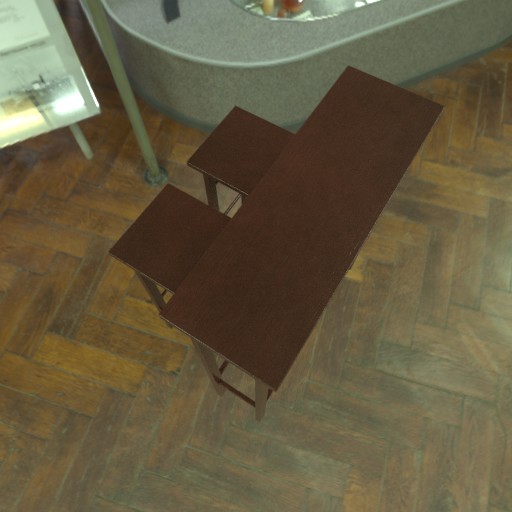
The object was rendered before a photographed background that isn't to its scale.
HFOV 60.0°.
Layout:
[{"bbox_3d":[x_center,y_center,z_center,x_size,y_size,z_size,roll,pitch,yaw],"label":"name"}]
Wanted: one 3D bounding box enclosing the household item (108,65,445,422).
[{"bbox_3d":[0.000,0.000,1.629,0.676,1.067,0.914,30,68,14],"label":"household item"}]
